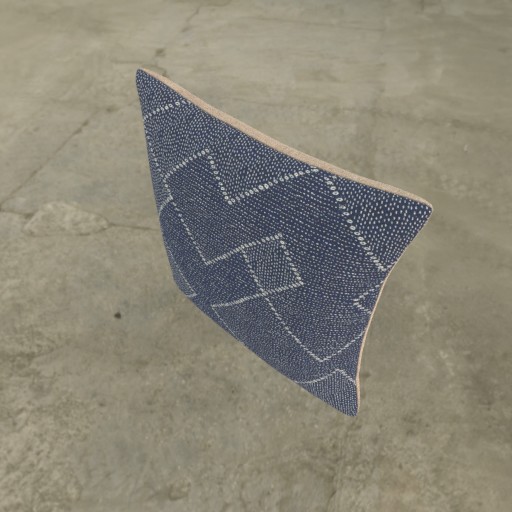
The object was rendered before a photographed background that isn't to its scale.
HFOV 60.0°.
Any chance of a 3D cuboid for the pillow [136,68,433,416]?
[{"bbox_3d":[0.000,0.000,0.650,0.435,0.428,0.148,33,55,27],"label":"pillow"}]
